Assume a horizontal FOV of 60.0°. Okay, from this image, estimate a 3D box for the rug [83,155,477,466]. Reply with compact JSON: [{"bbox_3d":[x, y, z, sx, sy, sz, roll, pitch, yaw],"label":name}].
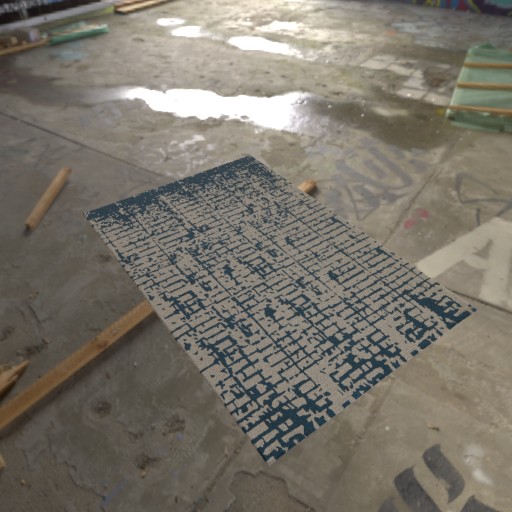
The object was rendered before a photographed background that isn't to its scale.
[{"bbox_3d":[0.000,0.000,2.350,1.220,0.007,1.828,-26,47,-26],"label":"rug"}]
